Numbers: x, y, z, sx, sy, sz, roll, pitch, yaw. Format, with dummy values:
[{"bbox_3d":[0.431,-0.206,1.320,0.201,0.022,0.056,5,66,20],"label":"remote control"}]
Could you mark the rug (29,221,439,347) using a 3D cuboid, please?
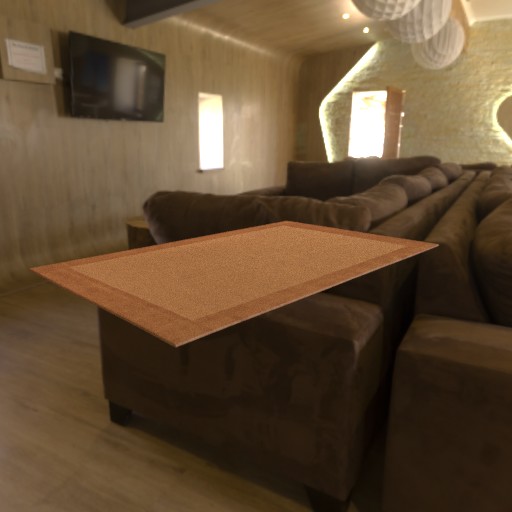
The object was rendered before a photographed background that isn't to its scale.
[{"bbox_3d":[0.000,0.000,3.049,1.524,0.014,2.438,13,19,43],"label":"rug"}]
